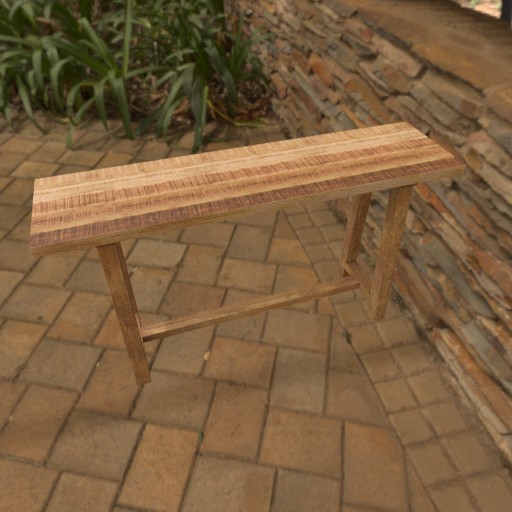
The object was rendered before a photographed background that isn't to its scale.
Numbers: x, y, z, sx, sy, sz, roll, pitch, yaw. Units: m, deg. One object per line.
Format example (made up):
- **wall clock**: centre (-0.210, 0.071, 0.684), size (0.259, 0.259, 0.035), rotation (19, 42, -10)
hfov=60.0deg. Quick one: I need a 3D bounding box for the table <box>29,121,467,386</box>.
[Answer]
- **table**: centre (0.000, 0.000, 1.880), size (1.524, 0.810, 0.405), rotation (-12, 42, -14)
